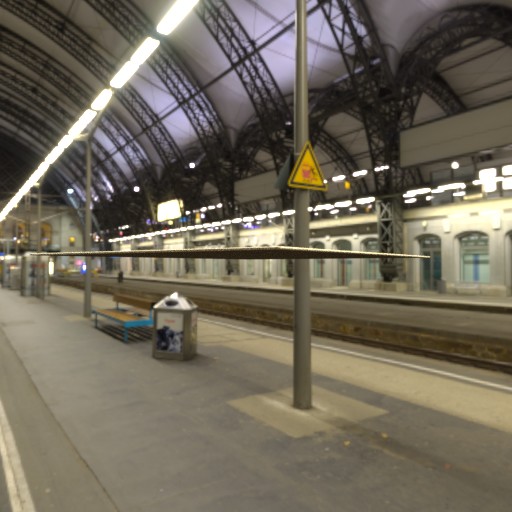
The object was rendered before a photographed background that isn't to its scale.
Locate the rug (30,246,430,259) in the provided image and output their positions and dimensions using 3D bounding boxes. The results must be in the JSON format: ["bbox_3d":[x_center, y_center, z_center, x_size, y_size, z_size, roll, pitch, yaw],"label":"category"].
[{"bbox_3d":[0.000,0.000,4.216,2.441,0.015,3.050,-1,-2,35],"label":"rug"}]
